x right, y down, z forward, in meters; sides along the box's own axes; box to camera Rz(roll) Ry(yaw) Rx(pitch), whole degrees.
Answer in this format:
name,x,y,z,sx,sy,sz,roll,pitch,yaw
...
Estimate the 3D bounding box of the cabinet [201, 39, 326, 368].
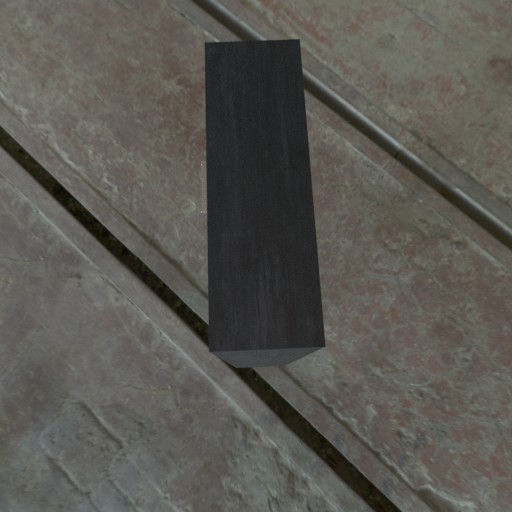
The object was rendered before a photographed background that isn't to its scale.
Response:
name,x,y,z,sx,sy,sz,roll,pitch,yaw
cabinet,0.000,0.000,1.613,0.250,1.280,0.750,-2,74,-1
